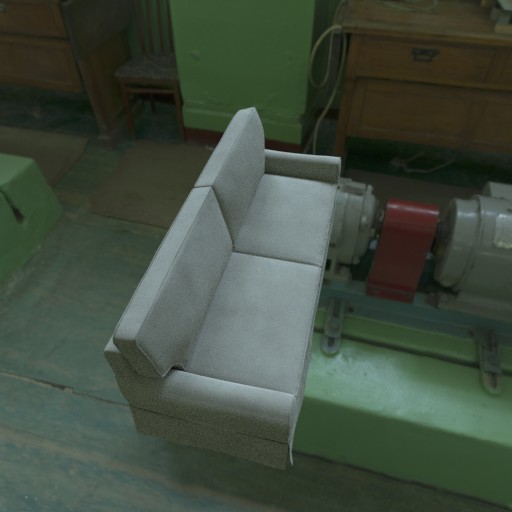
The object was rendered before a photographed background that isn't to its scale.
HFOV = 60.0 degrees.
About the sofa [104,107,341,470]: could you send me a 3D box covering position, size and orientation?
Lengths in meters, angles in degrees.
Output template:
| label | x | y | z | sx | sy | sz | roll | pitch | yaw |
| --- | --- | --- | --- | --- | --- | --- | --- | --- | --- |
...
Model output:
| label | x | y | z | sx | sy | sz | roll | pitch | yaw |
| --- | --- | --- | --- | --- | --- | --- | --- | --- | --- |
| sofa | 0.000 | 0.000 | 2.819 | 0.900 | 1.014 | 2.246 | 10 | 46 | 9 |
